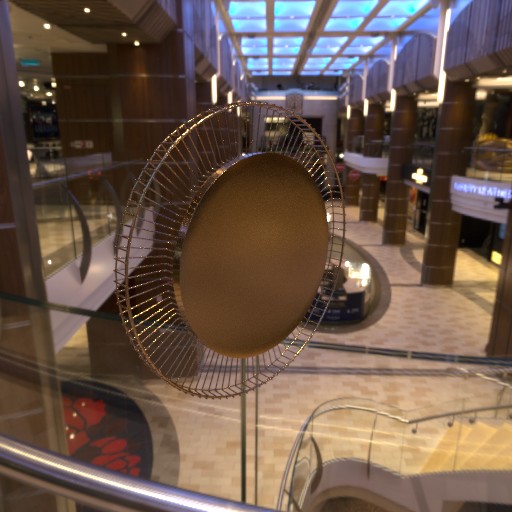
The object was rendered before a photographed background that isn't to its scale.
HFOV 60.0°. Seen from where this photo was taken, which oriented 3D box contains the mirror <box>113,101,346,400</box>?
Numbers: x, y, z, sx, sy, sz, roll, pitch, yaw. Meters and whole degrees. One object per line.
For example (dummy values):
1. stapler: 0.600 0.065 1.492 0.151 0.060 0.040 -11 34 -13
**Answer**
1. mirror: 0.000 0.000 1.067 0.703 0.703 0.067 -15 21 -42
